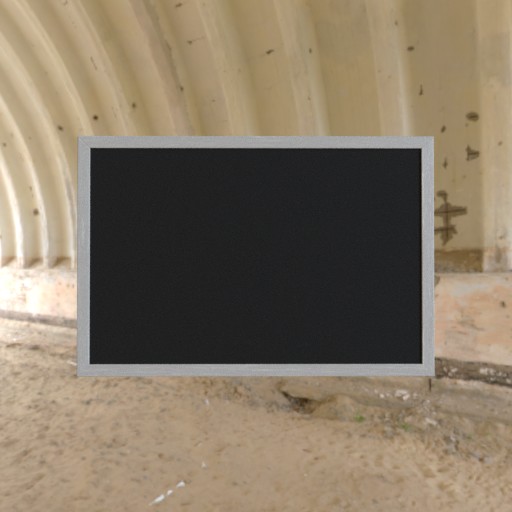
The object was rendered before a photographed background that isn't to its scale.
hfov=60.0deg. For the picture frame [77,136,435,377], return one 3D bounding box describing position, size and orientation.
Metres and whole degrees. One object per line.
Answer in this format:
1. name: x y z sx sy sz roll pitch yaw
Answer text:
1. picture frame: 0.000 0.000 1.195 0.950 0.640 0.029 0 -1 0
